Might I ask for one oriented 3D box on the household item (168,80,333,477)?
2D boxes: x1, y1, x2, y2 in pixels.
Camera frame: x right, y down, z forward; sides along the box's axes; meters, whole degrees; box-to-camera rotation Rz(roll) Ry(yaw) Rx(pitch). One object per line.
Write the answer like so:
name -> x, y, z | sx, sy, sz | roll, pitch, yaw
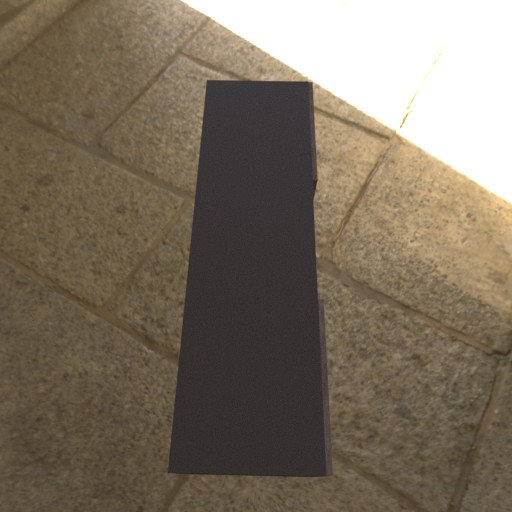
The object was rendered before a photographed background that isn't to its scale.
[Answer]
household item -> 0.000, 0.000, 1.578 | 0.420, 0.310, 1.400 | 1, 63, 1
